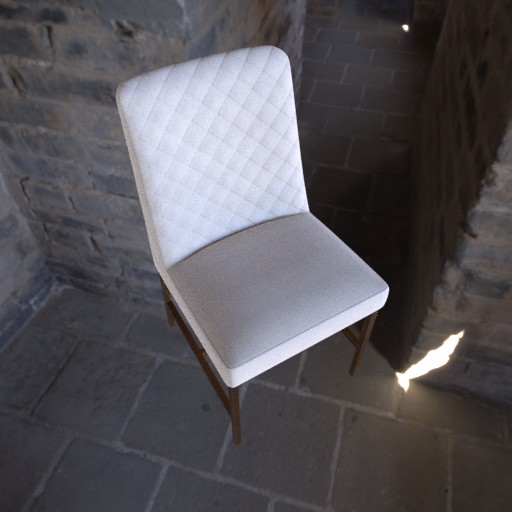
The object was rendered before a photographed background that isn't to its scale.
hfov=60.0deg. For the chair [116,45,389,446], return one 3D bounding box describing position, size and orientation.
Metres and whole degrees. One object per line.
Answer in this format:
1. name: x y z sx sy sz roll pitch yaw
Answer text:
1. chair: 0.000 0.000 1.274 0.503 0.933 0.597 -23 51 -21
